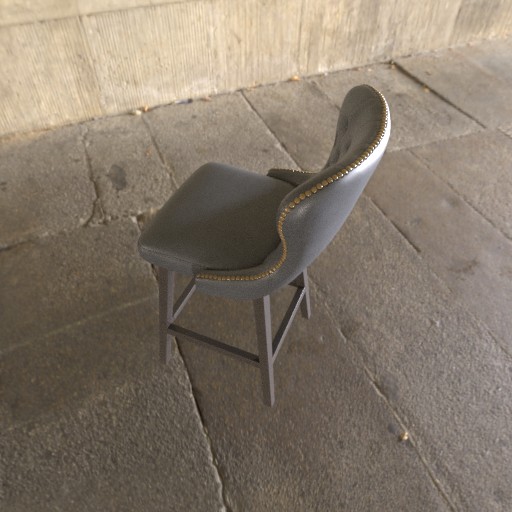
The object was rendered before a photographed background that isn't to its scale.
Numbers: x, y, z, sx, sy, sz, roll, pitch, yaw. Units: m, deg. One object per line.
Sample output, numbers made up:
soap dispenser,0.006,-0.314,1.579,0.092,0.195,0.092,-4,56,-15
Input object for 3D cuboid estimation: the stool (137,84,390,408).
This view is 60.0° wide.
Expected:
stool,0.000,0.000,1.338,0.593,0.971,0.528,17,49,16
